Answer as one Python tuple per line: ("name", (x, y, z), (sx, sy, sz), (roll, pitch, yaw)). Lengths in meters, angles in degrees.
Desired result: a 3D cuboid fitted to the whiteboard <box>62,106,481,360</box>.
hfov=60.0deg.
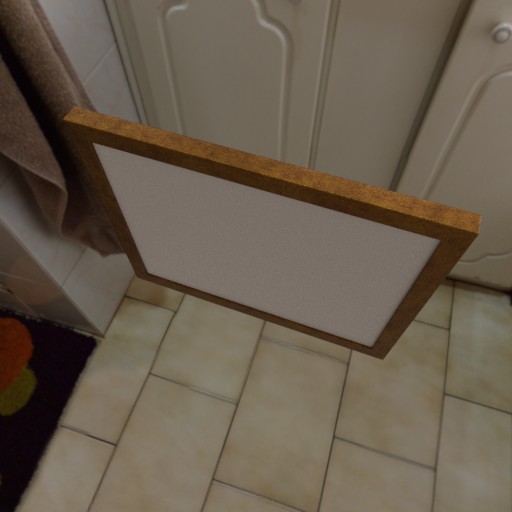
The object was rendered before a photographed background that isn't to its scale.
("whiteboard", (0.000, 0.000, 0.766), (0.561, 0.457, 0.029), (17, 60, 10))
